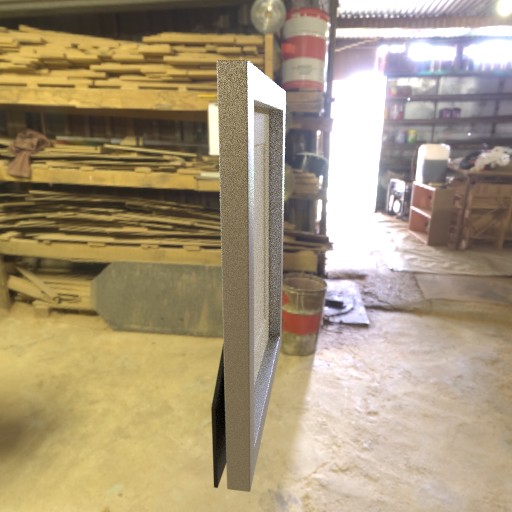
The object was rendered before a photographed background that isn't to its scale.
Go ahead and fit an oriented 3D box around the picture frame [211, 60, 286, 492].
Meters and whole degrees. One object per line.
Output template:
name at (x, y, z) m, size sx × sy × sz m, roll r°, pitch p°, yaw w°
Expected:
picture frame at (0.000, 0.000, 0.523) m, size 0.036 × 0.386 × 0.307 m, roll 2°, pitch 16°, yaw 8°
